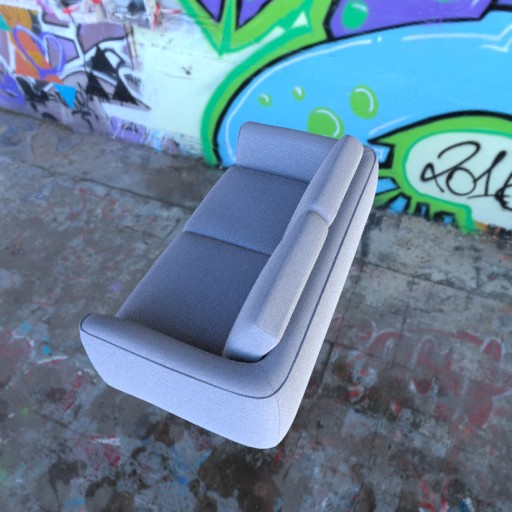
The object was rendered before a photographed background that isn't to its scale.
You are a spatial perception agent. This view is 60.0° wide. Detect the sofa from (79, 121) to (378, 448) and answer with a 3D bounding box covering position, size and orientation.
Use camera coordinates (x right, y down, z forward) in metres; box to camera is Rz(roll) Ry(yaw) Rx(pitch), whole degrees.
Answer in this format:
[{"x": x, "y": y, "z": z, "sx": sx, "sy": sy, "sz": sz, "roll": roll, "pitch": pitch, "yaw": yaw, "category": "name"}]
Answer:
[{"x": 0.000, "y": 0.000, "z": 2.267, "sx": 0.920, "sy": 0.850, "sz": 1.700, "roll": 17, "pitch": 50, "yaw": 15, "category": "sofa"}]
